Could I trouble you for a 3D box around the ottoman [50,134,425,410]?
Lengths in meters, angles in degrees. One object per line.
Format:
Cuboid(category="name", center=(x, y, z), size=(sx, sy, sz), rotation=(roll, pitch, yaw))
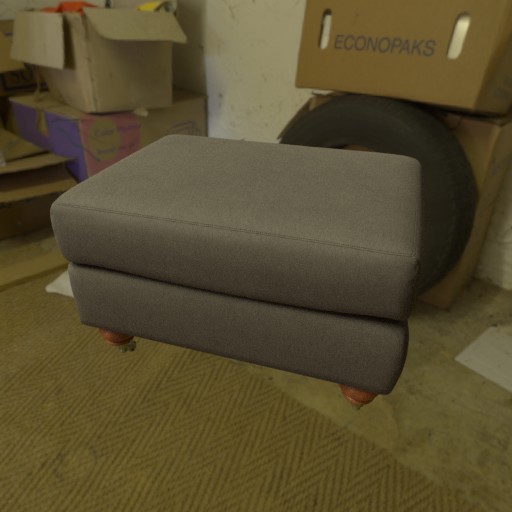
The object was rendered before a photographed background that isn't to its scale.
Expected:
Cuboid(category="ottoman", center=(0.000, 0.000, 1.148), size=(0.773, 0.497, 0.574), rotation=(9, 32, 15))
